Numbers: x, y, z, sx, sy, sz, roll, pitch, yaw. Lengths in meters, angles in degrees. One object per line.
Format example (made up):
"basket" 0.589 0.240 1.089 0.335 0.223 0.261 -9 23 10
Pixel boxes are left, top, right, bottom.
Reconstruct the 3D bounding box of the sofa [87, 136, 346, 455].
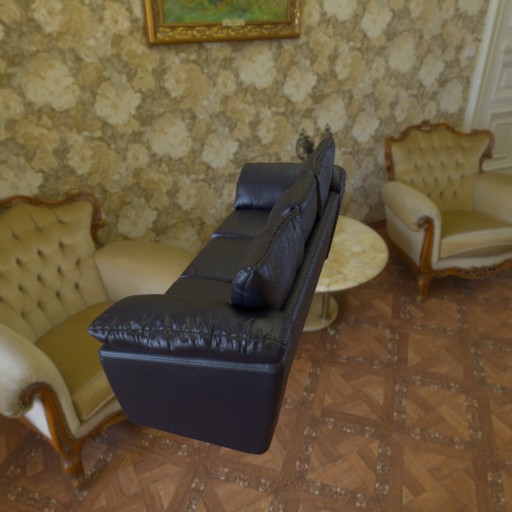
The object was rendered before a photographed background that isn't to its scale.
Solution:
"sofa" 0.000 0.000 2.856 0.880 1.073 2.336 8 30 14
